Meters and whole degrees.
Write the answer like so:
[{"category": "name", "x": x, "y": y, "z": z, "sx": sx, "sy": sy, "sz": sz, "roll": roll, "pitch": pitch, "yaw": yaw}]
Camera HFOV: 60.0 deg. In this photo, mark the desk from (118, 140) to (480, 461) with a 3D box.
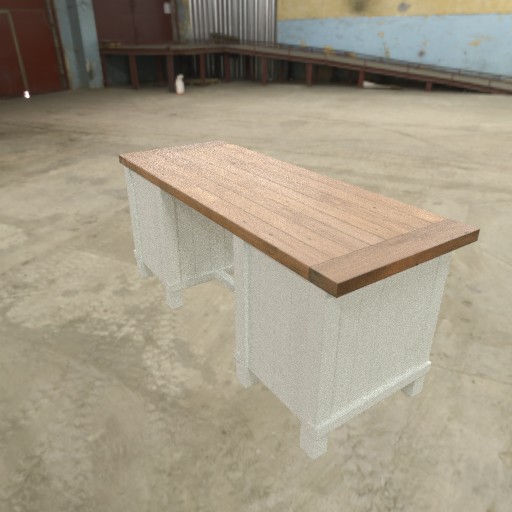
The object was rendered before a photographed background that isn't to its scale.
[{"category": "desk", "x": 0.000, "y": 0.000, "z": 2.230, "sx": 0.688, "sy": 0.760, "sz": 1.803, "roll": -17, "pitch": 31, "yaw": -30}]
